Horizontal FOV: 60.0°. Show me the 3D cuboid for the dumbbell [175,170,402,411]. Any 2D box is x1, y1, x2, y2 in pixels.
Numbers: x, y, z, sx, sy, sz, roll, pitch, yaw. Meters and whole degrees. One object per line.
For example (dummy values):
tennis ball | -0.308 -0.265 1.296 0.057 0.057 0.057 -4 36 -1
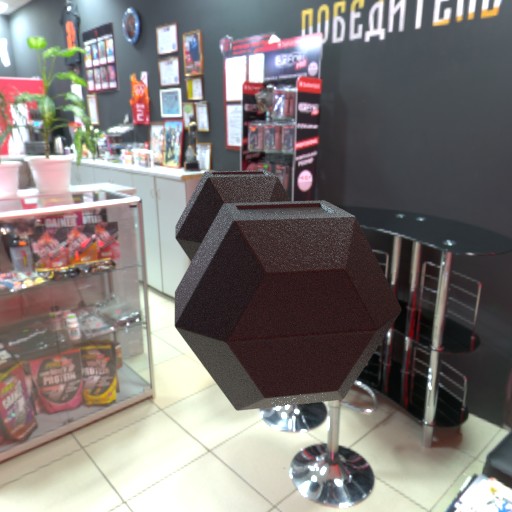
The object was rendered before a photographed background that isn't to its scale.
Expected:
dumbbell | 0.000 0.000 0.340 0.122 0.106 0.271 -3 17 -9
